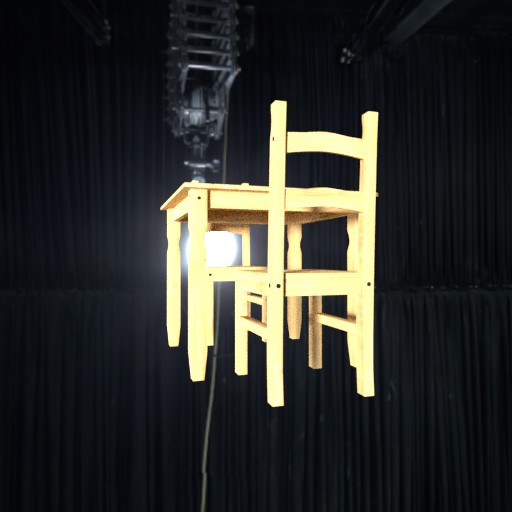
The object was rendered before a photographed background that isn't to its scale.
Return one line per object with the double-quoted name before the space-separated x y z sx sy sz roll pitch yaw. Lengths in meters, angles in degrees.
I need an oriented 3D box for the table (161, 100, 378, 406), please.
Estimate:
"table" 0.000 0.000 2.120 0.813 0.942 1.501 0 0 -18
